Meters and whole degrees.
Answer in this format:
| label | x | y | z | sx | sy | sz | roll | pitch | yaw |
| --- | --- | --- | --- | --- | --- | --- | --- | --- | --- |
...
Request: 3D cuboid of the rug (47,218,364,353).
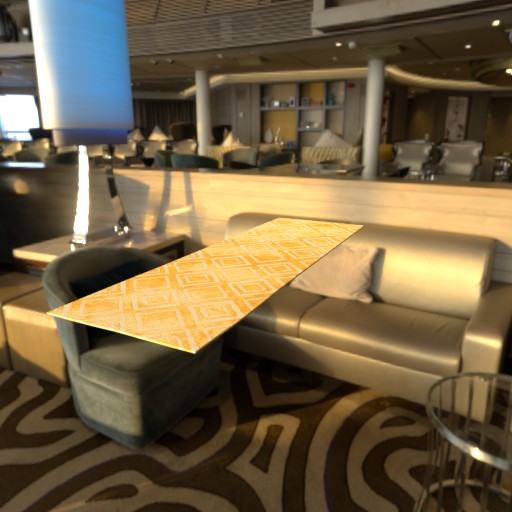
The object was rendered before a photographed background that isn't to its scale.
| label | x | y | z | sx | sy | sz | roll | pitch | yaw |
| --- | --- | --- | --- | --- | --- | --- | --- | --- | --- |
| rug | 0.000 | 0.000 | 2.758 | 0.775 | 0.010 | 2.438 | 8 | 17 | 26 |
